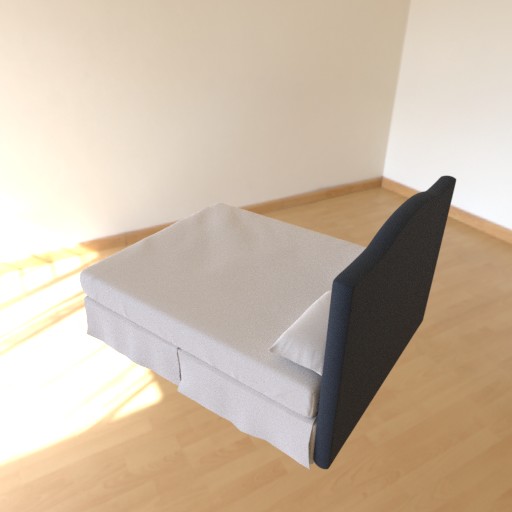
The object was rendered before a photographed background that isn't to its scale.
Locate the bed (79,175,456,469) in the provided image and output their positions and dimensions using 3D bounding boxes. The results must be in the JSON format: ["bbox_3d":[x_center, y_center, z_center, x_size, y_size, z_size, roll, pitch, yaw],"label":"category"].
[{"bbox_3d":[0.000,0.000,3.433,2.282,1.436,1.821,20,36,31],"label":"bed"}]
